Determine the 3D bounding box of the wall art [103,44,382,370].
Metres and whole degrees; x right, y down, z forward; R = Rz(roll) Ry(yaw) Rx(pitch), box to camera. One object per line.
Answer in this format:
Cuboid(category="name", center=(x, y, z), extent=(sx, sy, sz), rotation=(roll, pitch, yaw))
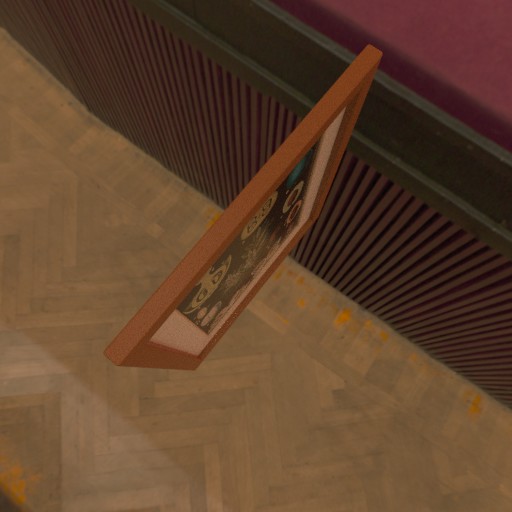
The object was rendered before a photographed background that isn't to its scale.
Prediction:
Cuboid(category="wall art", center=(0.000, 0.000, 0.506), extent=(0.015, 0.379, 0.310), rotation=(37, 78, 9))
